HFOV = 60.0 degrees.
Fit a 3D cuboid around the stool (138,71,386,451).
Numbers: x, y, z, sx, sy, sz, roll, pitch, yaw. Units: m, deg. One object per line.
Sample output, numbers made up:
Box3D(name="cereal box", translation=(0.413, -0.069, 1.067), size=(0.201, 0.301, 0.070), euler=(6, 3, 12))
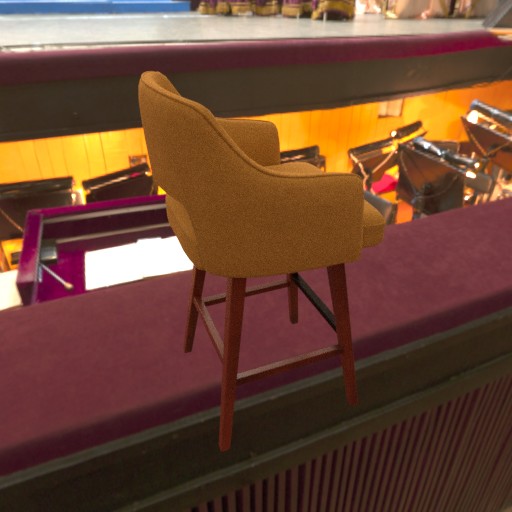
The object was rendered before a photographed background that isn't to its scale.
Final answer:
Box3D(name="stool", translation=(0.000, 0.000, 1.312), size=(0.558, 1.012, 0.548), euler=(-12, 33, -19))
